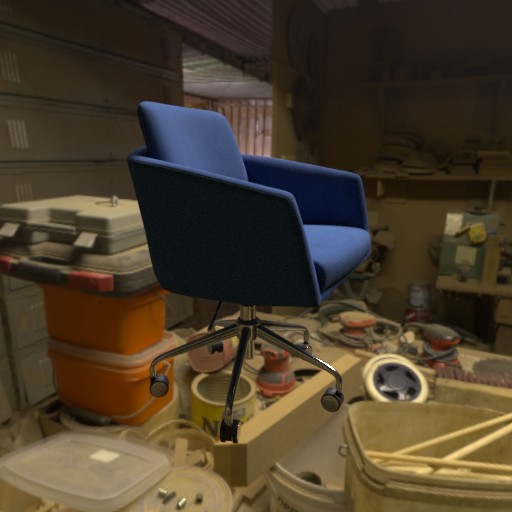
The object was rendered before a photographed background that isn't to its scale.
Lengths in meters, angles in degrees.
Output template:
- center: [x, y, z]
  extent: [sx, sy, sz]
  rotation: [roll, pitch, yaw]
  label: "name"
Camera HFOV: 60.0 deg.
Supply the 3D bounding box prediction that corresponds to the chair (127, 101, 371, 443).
- center: [0.000, 0.000, 1.376]
  extent: [0.635, 0.908, 0.641]
  rotation: [6, 15, 26]
  label: "chair"
